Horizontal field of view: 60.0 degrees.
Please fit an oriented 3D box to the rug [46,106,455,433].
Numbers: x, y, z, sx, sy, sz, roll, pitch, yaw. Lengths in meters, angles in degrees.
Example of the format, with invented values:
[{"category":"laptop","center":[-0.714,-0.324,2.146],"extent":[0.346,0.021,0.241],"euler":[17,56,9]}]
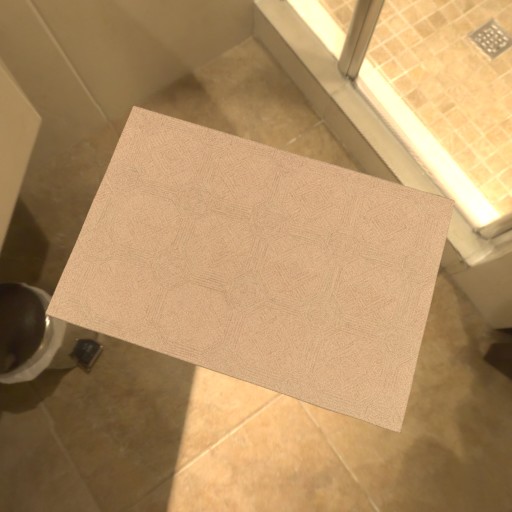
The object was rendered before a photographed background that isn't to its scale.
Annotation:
[{"category":"rug","center":[0.000,0.000,2.300],"extent":[1.839,0.009,1.236],"euler":[17,78,4]}]
